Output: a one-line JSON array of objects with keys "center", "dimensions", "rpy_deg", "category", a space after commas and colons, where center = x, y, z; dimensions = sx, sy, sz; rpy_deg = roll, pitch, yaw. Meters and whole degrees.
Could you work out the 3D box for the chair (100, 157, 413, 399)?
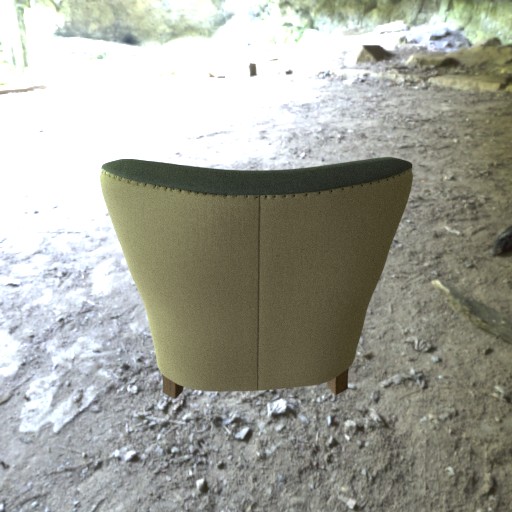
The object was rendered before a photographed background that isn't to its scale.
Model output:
[{"center": [0.000, 0.000, 1.642], "dimensions": [0.861, 0.936, 0.921], "rpy_deg": [-1, 31, -1], "category": "chair"}]
